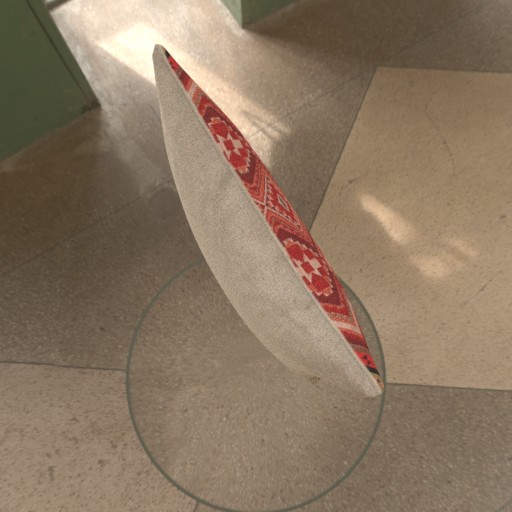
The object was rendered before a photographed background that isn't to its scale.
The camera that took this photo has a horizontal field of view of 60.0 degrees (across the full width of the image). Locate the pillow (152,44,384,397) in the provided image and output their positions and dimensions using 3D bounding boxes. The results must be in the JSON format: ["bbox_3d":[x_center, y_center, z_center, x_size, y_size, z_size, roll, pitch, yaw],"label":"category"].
[{"bbox_3d":[0.000,0.000,0.771,0.158,0.511,0.513,-30,77,-7],"label":"pillow"}]
